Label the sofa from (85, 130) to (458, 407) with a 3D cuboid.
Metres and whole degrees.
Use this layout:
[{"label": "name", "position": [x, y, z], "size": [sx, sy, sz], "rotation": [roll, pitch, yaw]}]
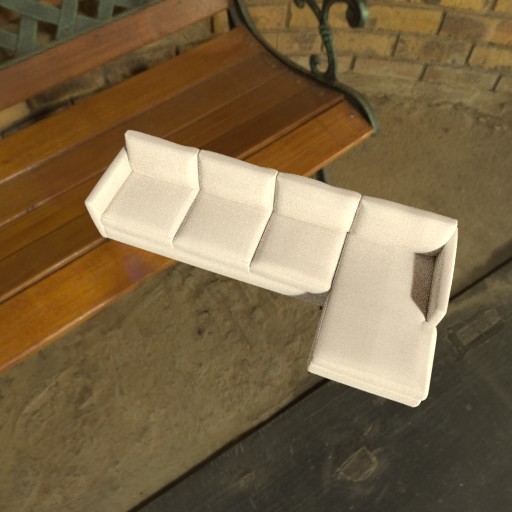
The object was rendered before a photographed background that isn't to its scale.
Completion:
[{"label": "sofa", "position": [0.000, 0.000, 2.955], "size": [2.445, 0.677, 1.126], "rotation": [17, 60, 10]}]
